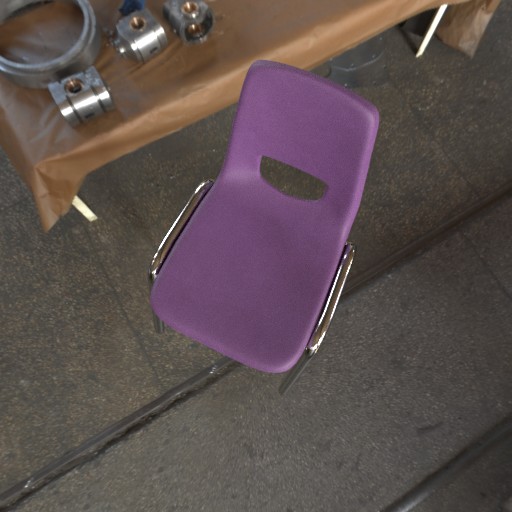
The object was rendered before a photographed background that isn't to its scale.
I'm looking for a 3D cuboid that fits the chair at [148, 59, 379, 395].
[{"bbox_3d":[0.000,0.000,0.833,0.356,0.584,0.419,25,76,6],"label":"chair"}]
